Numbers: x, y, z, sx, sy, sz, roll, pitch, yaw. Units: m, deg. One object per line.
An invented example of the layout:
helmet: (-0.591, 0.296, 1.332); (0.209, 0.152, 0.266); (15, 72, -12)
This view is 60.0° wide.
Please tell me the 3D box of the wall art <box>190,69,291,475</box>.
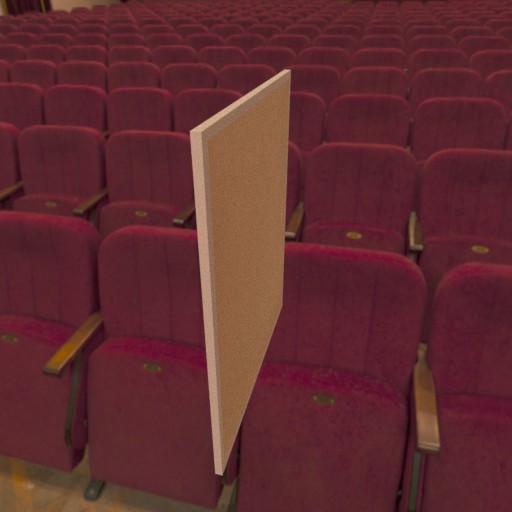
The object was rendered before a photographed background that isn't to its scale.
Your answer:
wall art: (0.000, 0.000, 0.787); (0.012, 0.557, 0.482); (7, 31, 13)
